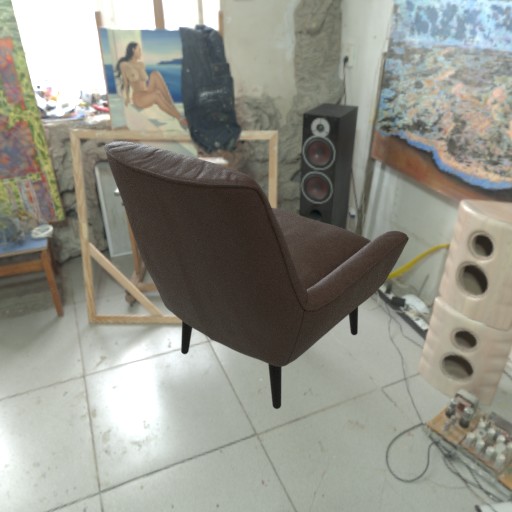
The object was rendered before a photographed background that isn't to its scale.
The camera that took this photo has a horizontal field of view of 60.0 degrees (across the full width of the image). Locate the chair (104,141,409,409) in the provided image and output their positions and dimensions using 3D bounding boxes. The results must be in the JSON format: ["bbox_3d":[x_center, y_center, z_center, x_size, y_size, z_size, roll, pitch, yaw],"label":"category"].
[{"bbox_3d":[0.000,0.000,1.533,0.787,0.888,0.824,21,37,31],"label":"chair"}]
